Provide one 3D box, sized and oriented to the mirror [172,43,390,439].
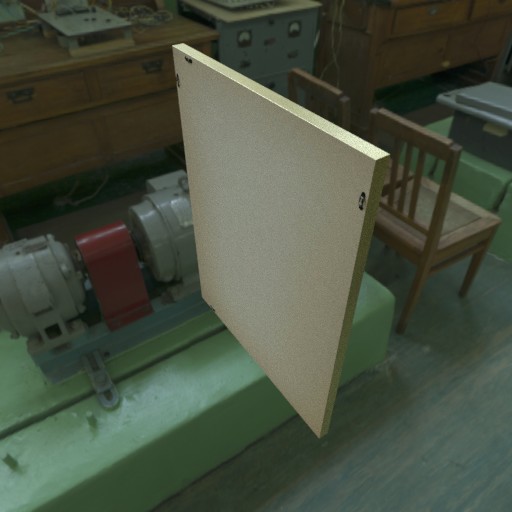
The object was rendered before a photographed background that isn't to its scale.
[{"bbox_3d":[0.000,0.000,1.336,0.040,1.016,0.762,-25,48,-25],"label":"mirror"}]
